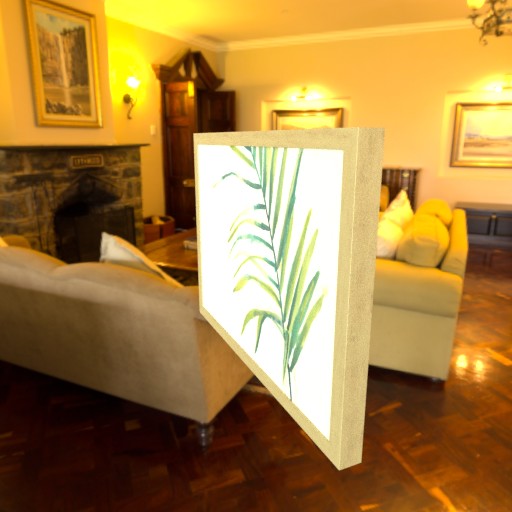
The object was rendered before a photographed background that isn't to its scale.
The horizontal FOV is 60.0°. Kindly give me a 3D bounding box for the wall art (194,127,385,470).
[{"bbox_3d":[0.000,0.000,0.703,0.032,0.380,0.532,-7,16,-24],"label":"wall art"}]
